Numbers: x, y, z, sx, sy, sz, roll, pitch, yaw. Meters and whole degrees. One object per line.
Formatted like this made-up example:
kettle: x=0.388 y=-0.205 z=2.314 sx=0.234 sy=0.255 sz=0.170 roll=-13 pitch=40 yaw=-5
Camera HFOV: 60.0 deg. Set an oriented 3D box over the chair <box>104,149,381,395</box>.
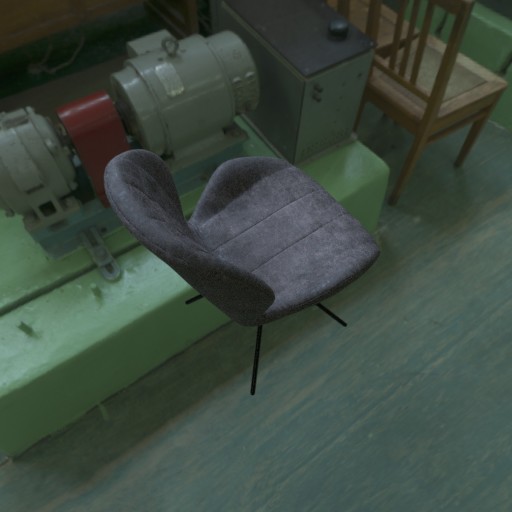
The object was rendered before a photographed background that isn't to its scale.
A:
chair: x=0.000 y=0.000 z=1.303 sx=0.640 sy=0.934 sz=0.527 roll=-32 pitch=63 yaw=-18
